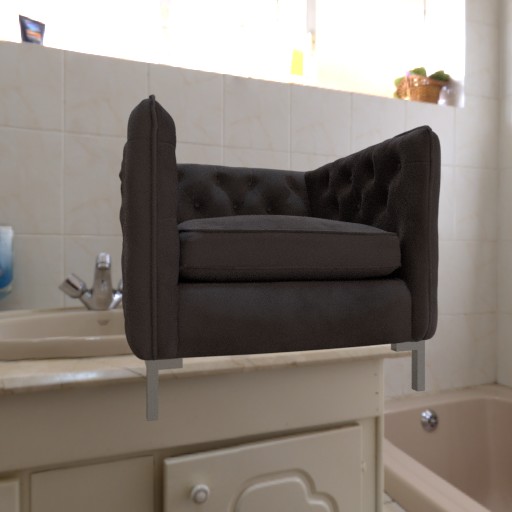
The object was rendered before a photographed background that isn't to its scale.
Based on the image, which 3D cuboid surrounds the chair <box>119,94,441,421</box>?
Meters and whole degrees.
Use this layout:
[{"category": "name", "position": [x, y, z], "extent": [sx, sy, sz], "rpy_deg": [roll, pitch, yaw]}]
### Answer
[{"category": "chair", "position": [0.000, 0.000, 1.607], "extent": [0.946, 0.807, 0.913], "rpy_deg": [0, 0, -18]}]
